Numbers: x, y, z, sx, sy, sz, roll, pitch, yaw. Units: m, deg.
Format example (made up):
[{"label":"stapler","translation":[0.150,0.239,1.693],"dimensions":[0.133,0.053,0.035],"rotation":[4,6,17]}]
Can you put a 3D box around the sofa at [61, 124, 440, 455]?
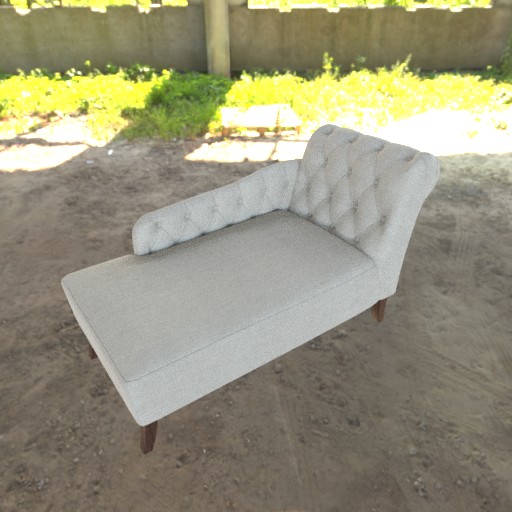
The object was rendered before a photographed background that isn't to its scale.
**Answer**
[{"label":"sofa","translation":[0.000,0.000,1.796],"dimensions":[1.379,0.787,0.675],"rotation":[-20,36,-30]}]
